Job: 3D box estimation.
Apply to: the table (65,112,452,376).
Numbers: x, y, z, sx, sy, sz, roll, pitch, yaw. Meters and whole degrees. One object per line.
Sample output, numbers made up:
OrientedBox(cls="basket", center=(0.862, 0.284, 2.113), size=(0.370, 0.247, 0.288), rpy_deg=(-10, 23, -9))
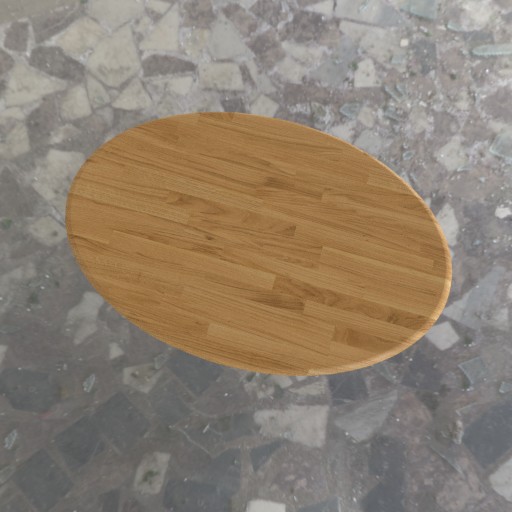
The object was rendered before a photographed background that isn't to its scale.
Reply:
OrientedBox(cls="table", center=(0.000, 0.000, 1.385), size=(1.040, 0.490, 0.690), rpy_deg=(15, 75, 4))
